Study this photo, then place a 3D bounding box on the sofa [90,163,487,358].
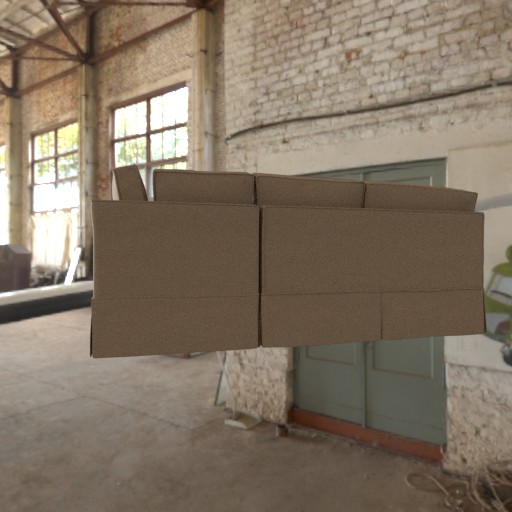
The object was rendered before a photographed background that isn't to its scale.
[{"bbox_3d":[0.000,0.000,4.114,2.730,1.124,2.733,0,0,-17],"label":"sofa"}]
